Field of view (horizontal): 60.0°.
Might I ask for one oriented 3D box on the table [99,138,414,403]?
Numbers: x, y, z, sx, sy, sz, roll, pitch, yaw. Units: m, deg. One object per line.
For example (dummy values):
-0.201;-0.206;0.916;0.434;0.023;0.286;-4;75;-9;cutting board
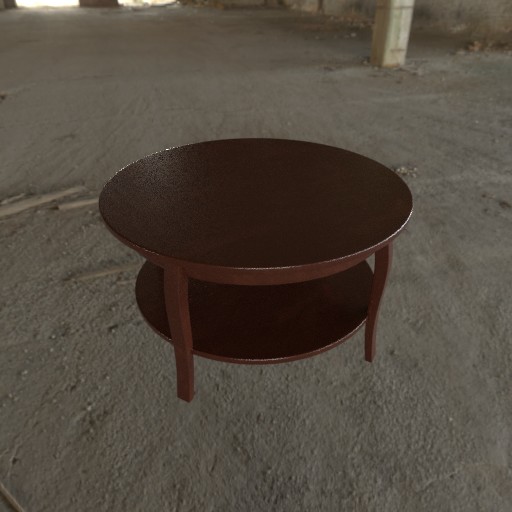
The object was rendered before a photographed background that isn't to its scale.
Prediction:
0.000;0.000;1.472;0.911;0.512;0.911;0;32;0;table
